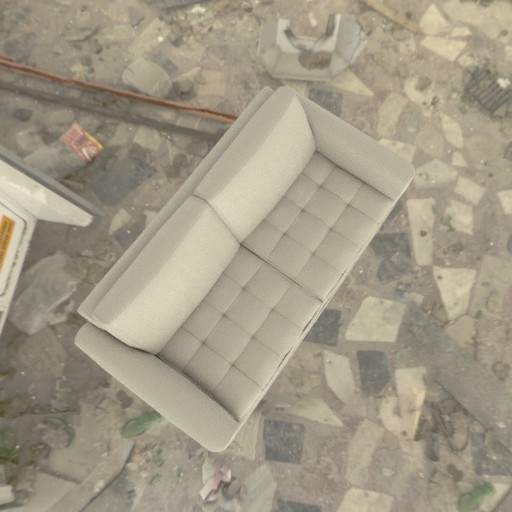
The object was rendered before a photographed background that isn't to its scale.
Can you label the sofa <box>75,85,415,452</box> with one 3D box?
[{"bbox_3d":[0.000,0.000,2.840,1.121,0.930,2.177,35,77,9],"label":"sofa"}]
